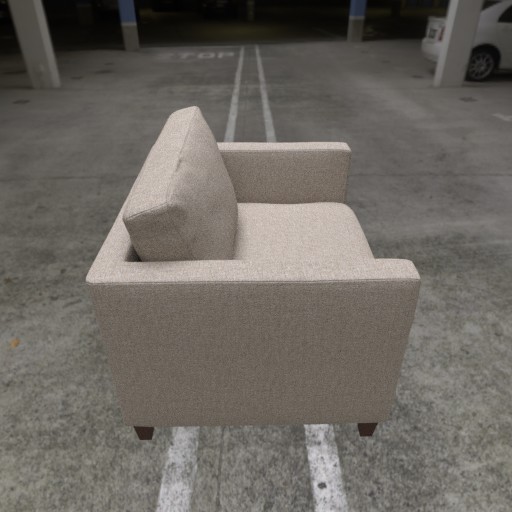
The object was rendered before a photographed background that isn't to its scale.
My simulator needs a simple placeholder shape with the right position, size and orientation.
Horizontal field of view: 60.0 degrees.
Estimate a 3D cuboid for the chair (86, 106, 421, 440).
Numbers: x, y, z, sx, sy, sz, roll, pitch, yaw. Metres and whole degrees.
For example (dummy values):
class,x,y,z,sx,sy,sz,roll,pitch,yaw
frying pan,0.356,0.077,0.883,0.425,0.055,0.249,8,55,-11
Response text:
class,x,y,z,sx,sy,sz,roll,pitch,yaw
chair,0.000,0.000,1.783,0.959,0.961,1.107,-1,34,-1
